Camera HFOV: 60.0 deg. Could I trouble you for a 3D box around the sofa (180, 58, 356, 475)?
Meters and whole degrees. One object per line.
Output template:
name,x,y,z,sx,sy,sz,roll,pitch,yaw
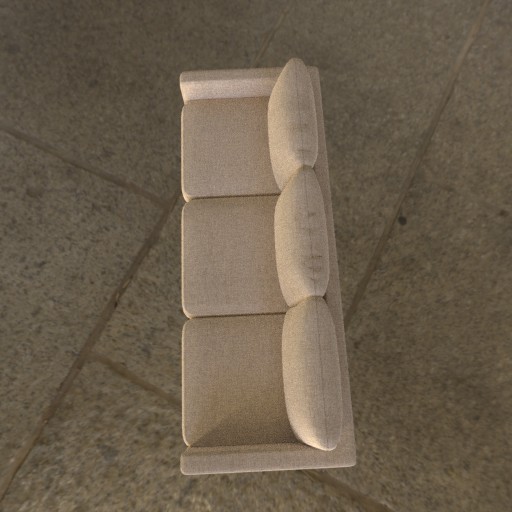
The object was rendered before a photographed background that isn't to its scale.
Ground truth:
sofa,0.000,0.000,2.579,0.859,0.874,2.218,-3,75,-1
